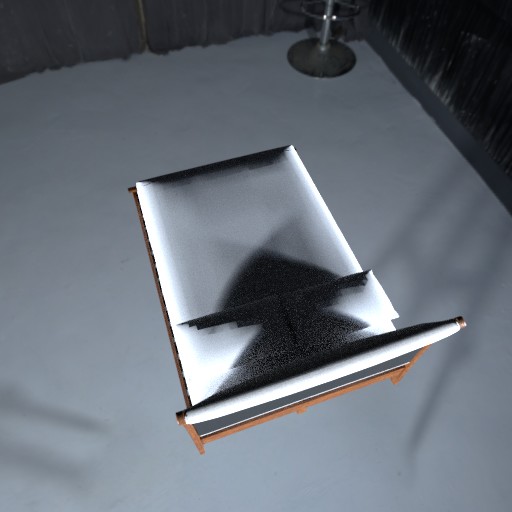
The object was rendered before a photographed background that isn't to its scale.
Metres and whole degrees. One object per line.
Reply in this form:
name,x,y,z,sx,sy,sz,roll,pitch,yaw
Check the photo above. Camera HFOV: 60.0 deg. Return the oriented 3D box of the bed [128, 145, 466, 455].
bed,0.000,0.000,3.311,1.612,1.250,2.380,-16,58,-10
